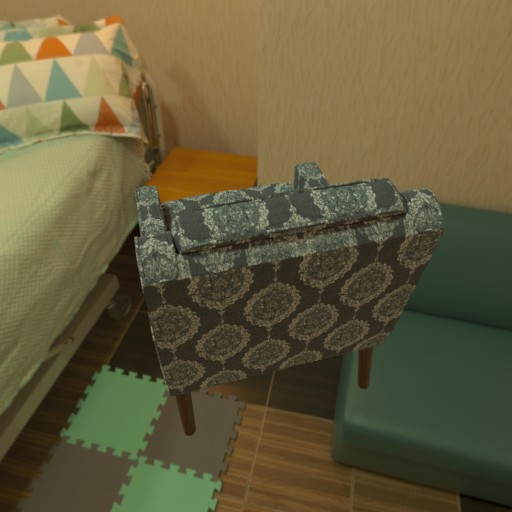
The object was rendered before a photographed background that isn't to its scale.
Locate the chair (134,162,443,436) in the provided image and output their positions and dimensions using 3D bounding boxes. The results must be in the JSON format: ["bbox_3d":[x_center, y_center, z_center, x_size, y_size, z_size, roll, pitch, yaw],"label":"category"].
[{"bbox_3d":[0.000,0.000,1.363,0.663,0.792,0.743,-11,42,-12],"label":"chair"}]
